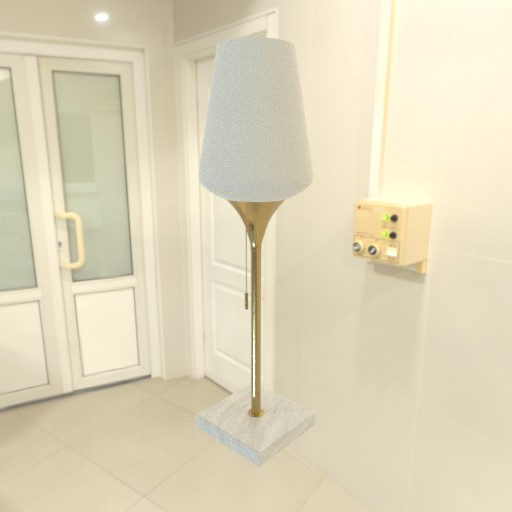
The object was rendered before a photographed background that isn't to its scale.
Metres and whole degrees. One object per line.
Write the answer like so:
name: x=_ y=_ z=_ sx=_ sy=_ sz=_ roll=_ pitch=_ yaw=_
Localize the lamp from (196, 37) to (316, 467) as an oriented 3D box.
lamp: x=0.000 y=0.000 z=0.732 sx=0.181 sy=0.639 sz=0.181 roll=12 pitch=18 yaw=41
